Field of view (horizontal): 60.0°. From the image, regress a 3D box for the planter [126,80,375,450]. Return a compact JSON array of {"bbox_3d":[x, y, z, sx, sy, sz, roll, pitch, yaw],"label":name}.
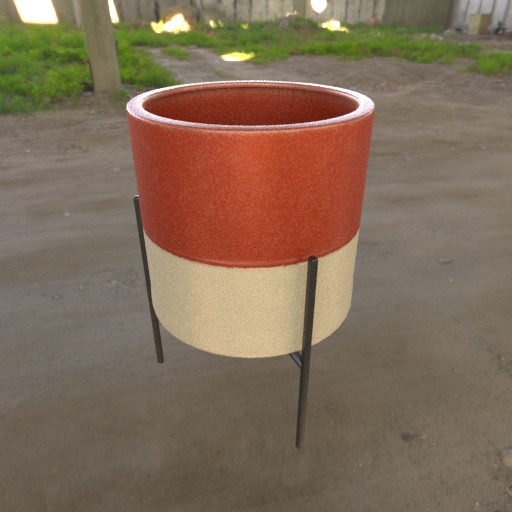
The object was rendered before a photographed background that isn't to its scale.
[{"bbox_3d":[0.000,0.000,0.518,0.235,0.354,0.251,20,36,31],"label":"planter"}]
